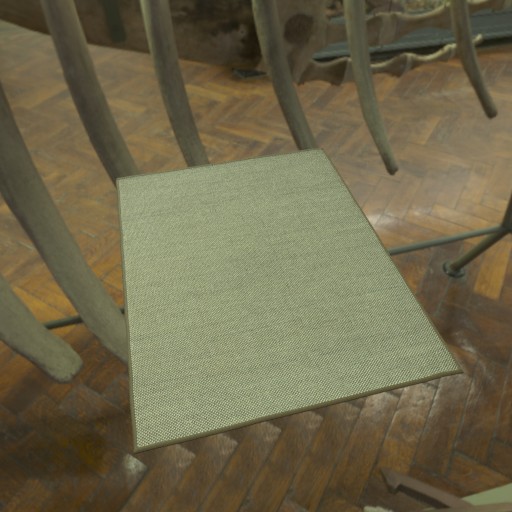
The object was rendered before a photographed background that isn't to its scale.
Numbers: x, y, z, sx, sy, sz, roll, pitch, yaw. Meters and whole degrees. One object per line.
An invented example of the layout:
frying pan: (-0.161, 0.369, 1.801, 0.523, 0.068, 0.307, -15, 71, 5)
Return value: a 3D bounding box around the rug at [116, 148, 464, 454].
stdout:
rug: (0.000, 0.000, 4.074, 2.413, 0.020, 3.041, -11, 48, -10)
